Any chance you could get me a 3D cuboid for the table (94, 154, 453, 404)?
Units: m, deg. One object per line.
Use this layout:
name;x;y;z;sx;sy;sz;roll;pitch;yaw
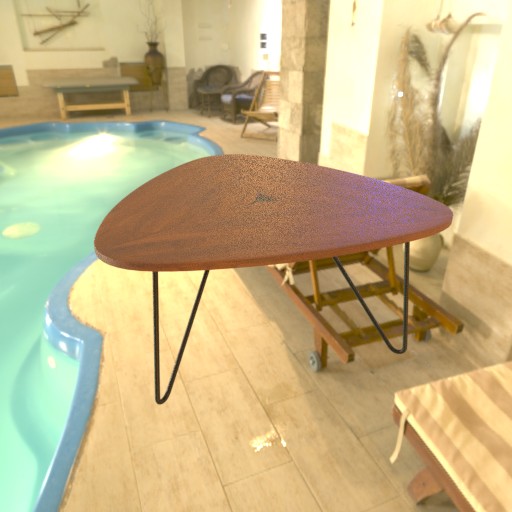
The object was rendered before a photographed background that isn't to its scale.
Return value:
table;0.000;0.000;1.306;0.833;0.413;0.821;-8;27;-15
